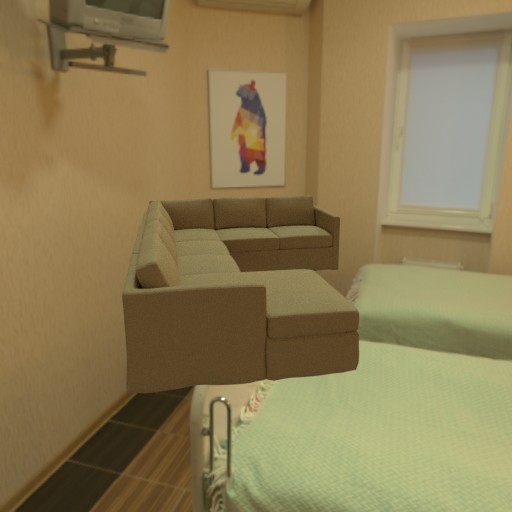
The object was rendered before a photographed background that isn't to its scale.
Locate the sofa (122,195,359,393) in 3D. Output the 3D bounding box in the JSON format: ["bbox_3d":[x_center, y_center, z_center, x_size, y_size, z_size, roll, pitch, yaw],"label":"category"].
[{"bbox_3d":[0.000,0.000,4.678,2.476,0.878,3.528,-3,15,-11],"label":"sofa"}]
